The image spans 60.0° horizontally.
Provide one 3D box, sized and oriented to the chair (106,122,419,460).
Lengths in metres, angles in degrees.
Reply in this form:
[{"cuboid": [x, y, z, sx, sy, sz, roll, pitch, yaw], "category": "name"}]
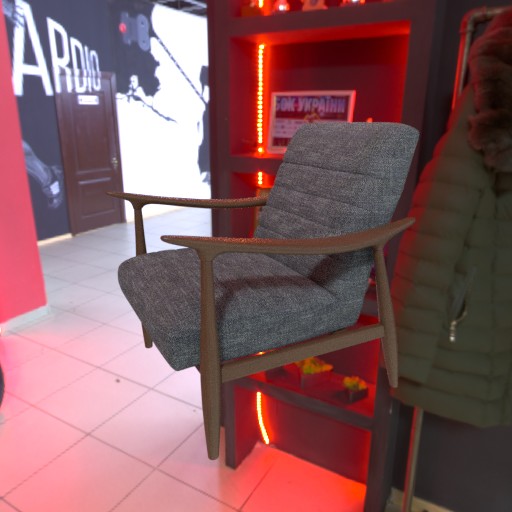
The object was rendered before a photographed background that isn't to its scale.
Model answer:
[{"cuboid": [0.000, 0.000, 1.442, 0.798, 0.832, 0.741, -9, 19, -26], "category": "chair"}]
